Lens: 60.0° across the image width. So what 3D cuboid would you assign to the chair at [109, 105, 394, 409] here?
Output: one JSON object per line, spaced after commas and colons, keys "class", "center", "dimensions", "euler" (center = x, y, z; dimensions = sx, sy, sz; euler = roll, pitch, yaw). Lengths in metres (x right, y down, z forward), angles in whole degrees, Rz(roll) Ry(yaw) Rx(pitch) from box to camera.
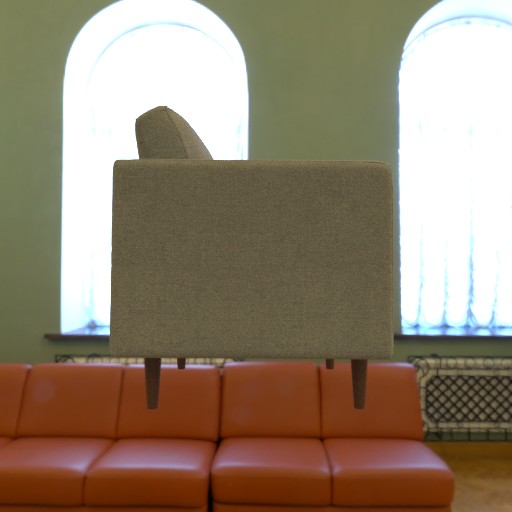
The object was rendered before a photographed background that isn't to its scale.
{"class": "chair", "center": [0.000, 0.000, 1.606], "dimensions": [0.800, 0.927, 0.855], "euler": [0, -2, 0]}
